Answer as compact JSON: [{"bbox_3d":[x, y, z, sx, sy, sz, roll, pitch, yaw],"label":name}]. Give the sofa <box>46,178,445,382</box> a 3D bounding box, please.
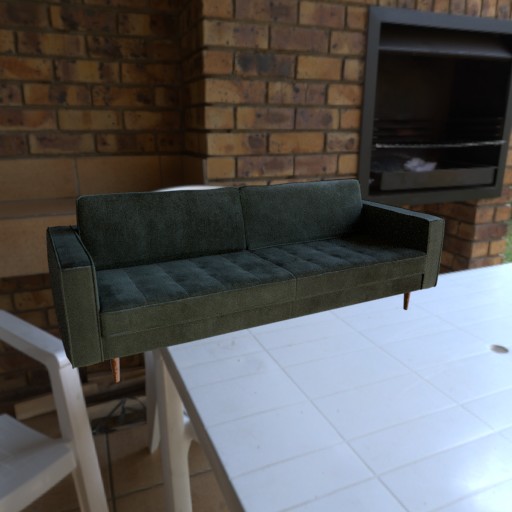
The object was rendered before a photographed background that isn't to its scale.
[{"bbox_3d":[0.000,0.000,2.626,2.214,0.781,0.886,-8,18,-26],"label":"sofa"}]
